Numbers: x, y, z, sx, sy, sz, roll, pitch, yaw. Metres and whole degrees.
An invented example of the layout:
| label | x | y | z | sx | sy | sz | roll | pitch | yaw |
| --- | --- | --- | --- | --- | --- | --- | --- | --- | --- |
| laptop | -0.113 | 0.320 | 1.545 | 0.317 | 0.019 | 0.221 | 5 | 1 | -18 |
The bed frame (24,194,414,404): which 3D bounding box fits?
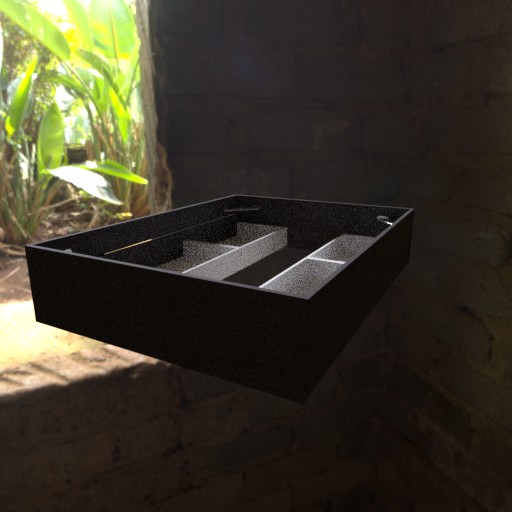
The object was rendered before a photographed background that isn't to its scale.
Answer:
| label | x | y | z | sx | sy | sz | roll | pitch | yaw |
| --- | --- | --- | --- | --- | --- | --- | --- | --- | --- |
| bed frame | 0.000 | 0.000 | 2.648 | 1.448 | 0.459 | 1.944 | 9 | 18 | 27 |
